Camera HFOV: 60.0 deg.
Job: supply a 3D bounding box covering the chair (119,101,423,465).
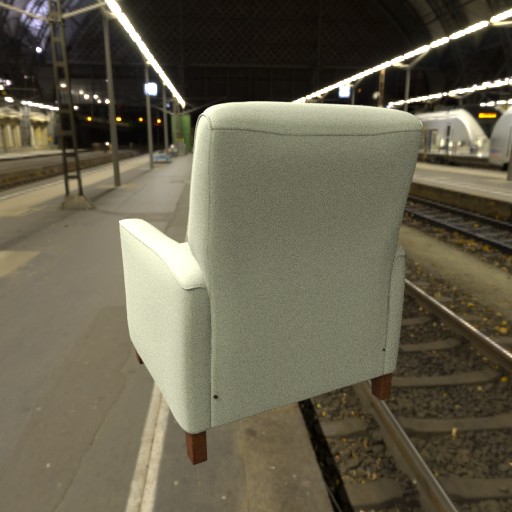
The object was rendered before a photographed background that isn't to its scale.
[{"bbox_3d":[0.000,0.000,1.610,0.853,1.007,0.846,-8,17,-26],"label":"chair"}]
